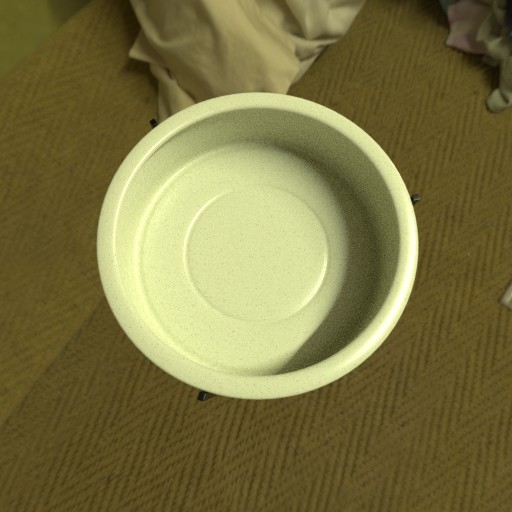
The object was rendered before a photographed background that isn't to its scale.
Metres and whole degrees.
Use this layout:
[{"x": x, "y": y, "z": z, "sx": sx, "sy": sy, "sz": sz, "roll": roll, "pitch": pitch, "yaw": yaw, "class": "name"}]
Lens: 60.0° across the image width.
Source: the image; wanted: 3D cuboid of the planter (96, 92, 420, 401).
[{"x": 0.000, "y": 0.000, "z": 0.540, "sx": 0.336, "sy": 0.171, "sz": 0.345, "roll": 17, "pitch": 75, "yaw": 5, "class": "planter"}]
